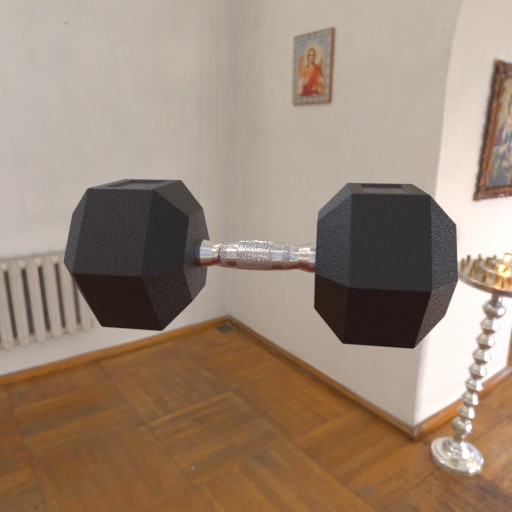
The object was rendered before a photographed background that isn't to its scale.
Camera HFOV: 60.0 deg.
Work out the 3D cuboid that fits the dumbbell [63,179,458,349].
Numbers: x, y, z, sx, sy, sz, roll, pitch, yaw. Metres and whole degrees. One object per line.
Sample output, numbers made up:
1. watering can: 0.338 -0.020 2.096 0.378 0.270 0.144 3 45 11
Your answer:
1. dumbbell: 0.000 0.000 0.336 0.271 0.106 0.122 2 16 9
